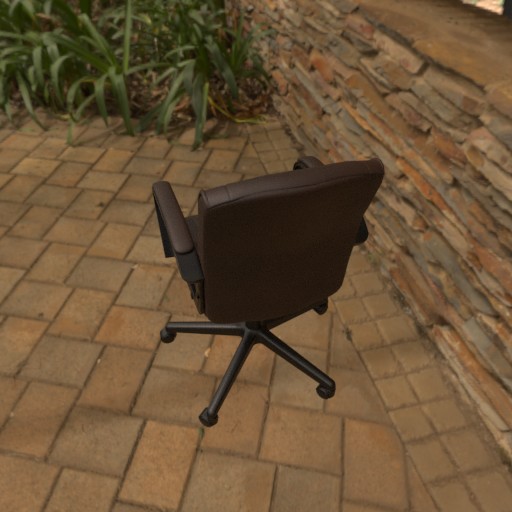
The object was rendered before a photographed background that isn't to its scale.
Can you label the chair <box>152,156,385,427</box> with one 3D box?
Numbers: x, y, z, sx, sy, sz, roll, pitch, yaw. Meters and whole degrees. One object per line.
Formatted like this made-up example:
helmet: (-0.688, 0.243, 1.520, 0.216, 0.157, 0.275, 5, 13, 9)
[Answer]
chair: (0.000, 0.000, 1.513, 0.739, 1.004, 0.717, -12, 43, -14)
